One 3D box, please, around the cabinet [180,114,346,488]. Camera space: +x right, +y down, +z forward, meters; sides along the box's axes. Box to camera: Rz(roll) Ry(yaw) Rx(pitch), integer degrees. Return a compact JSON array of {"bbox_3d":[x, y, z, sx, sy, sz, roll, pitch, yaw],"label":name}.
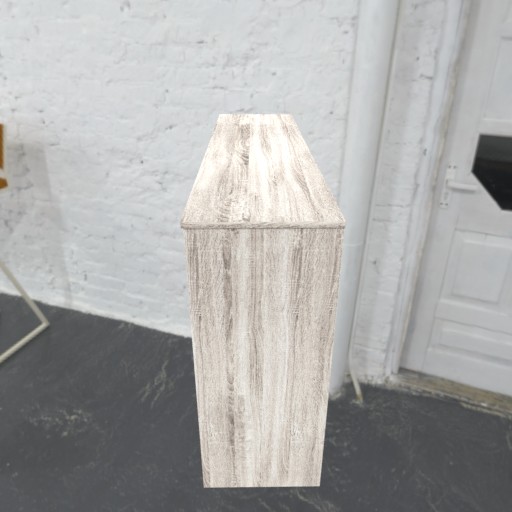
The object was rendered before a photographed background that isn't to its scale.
[{"bbox_3d":[0.000,0.000,1.830,0.380,0.900,1.450,0,27,-1],"label":"cabinet"}]
